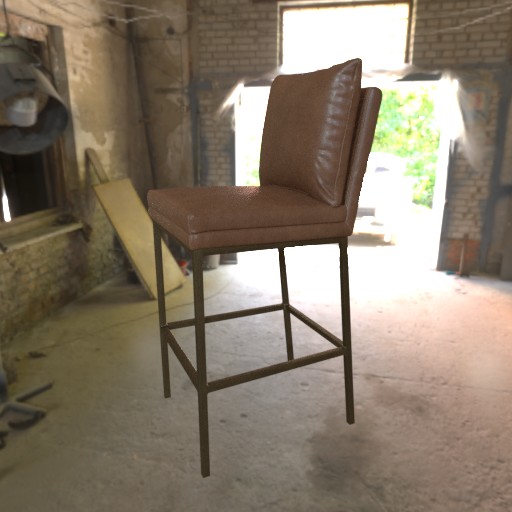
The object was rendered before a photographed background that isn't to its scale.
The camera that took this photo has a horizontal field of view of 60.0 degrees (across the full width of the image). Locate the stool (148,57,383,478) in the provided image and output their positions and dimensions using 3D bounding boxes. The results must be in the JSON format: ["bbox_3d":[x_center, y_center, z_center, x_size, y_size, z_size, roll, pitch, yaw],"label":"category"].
[{"bbox_3d":[0.000,0.000,1.400,0.571,1.124,0.463,-8,18,-24],"label":"stool"}]
